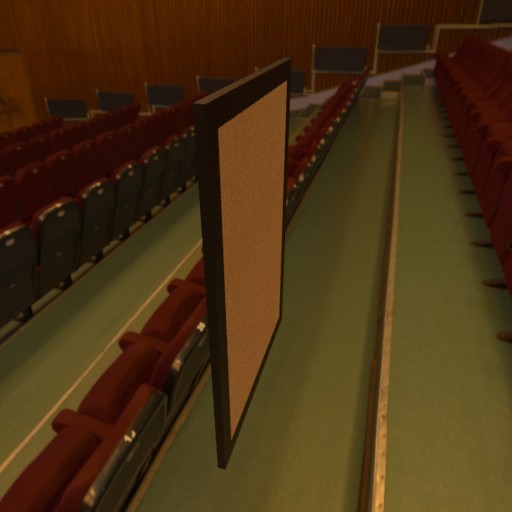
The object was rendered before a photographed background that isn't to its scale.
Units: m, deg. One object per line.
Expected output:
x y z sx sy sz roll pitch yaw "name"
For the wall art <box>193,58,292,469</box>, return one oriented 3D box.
0.000 0.000 0.697 0.013 0.534 0.381 8 31 14 "wall art"
